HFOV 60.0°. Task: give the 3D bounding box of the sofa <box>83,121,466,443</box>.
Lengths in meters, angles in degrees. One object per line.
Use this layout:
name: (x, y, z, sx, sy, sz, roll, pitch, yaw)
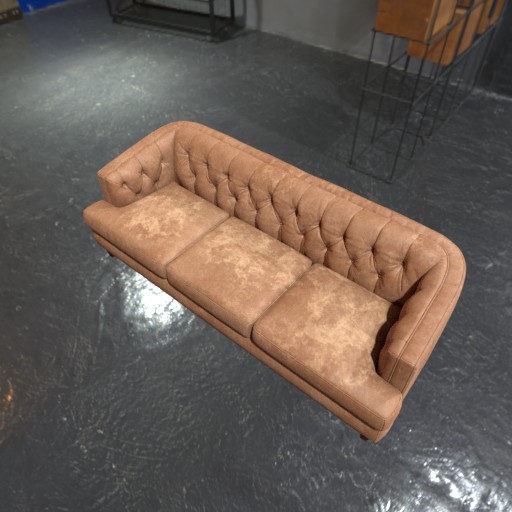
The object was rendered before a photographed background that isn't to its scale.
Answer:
sofa: (0.000, 0.000, 2.698, 2.257, 0.791, 0.922, 31, 54, 26)
